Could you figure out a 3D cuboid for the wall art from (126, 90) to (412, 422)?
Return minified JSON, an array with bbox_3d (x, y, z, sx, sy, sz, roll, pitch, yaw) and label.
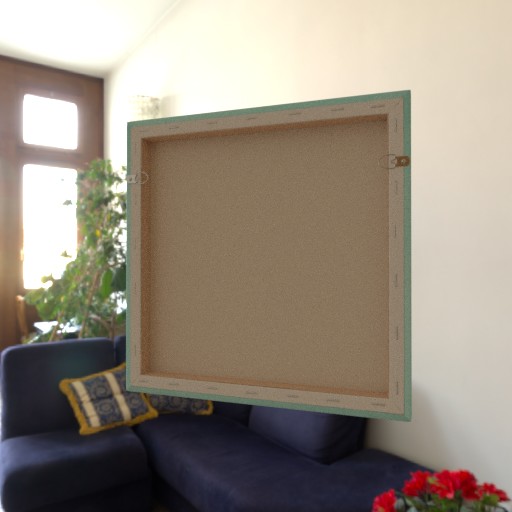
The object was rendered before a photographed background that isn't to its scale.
[{"bbox_3d":[0.000,0.000,1.156,0.765,0.766,0.054,0,0,18],"label":"wall art"}]
